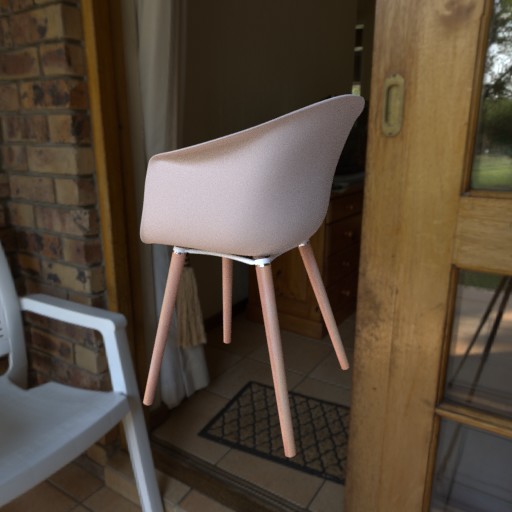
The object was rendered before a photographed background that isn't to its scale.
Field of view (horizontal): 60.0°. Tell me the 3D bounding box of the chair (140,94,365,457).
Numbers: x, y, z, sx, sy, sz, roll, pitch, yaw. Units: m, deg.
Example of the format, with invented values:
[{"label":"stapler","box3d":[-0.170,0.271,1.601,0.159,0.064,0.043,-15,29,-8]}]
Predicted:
[{"label":"chair","box3d":[0.000,0.000,1.171,0.504,0.781,0.593,8,17,26]}]
